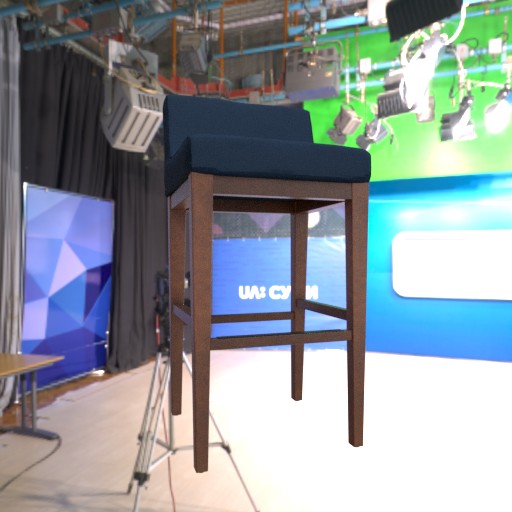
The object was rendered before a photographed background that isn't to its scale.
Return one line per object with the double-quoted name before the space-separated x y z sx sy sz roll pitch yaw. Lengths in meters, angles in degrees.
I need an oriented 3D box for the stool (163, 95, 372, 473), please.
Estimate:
"stool" 0.000 0.000 1.335 0.511 1.037 0.500 0 1 -19
